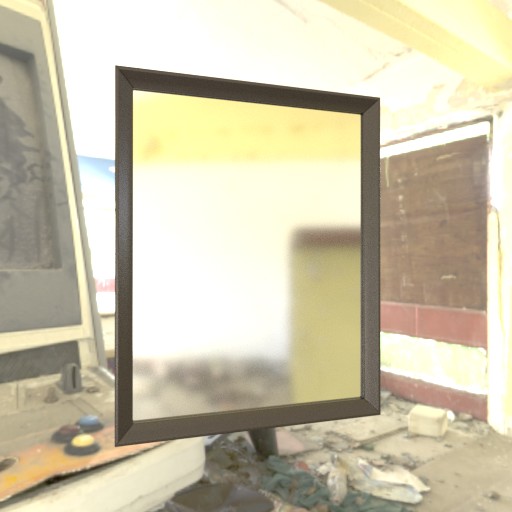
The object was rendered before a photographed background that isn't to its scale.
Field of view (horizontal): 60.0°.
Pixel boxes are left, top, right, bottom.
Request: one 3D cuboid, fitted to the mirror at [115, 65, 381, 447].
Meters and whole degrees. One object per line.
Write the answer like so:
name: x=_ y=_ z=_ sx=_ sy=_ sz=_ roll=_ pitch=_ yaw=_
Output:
mirror: x=0.000 y=0.000 z=0.669 sx=0.406 sy=0.509 sz=0.041 roll=0 pitch=0 yaw=-17
